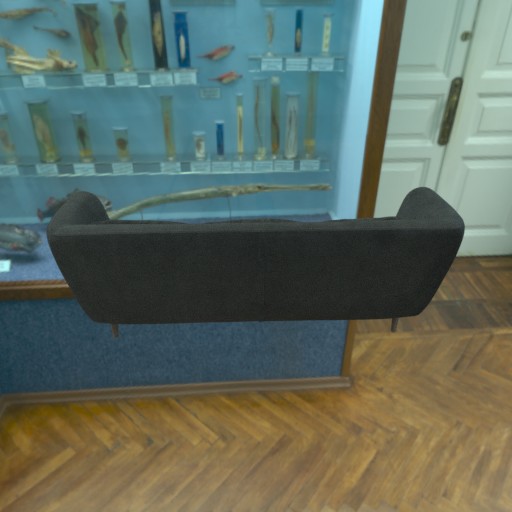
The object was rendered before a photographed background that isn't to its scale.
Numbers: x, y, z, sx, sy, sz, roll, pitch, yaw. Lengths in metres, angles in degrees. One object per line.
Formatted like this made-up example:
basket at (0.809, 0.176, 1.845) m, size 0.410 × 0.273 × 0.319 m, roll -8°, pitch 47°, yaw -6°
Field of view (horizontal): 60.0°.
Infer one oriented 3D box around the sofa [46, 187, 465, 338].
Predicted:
sofa at (0.000, 0.000, 2.756) m, size 2.296 × 0.875 × 0.956 m, roll -1°, pitch 32°, yaw -2°
